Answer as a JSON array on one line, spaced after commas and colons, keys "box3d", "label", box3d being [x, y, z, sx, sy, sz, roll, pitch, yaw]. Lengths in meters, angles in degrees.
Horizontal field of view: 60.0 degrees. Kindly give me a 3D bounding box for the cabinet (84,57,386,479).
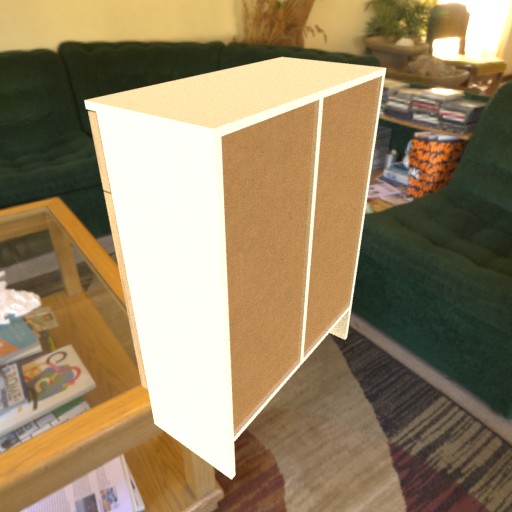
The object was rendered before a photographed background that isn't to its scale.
[{"box3d": [0.000, 0.000, 1.092, 0.296, 0.815, 0.600, 21, 38, 30], "label": "cabinet"}]
